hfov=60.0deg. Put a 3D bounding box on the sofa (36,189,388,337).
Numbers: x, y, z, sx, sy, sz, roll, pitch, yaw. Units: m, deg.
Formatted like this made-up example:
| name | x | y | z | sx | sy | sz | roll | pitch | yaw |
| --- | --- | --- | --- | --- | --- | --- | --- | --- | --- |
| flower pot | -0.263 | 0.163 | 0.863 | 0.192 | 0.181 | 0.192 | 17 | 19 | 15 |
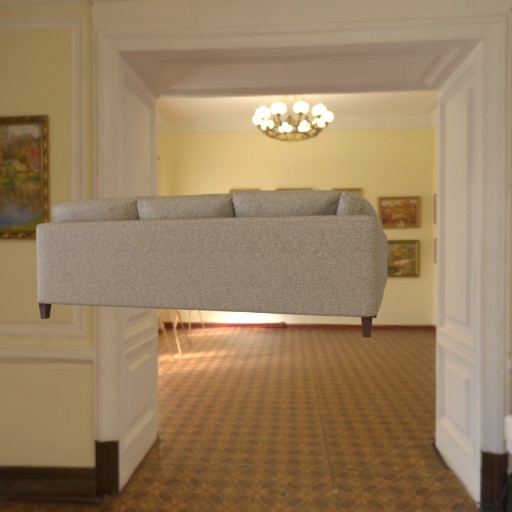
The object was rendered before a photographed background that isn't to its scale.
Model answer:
| name | x | y | z | sx | sy | sz | roll | pitch | yaw |
| --- | --- | --- | --- | --- | --- | --- | --- | --- | --- |
| sofa | 0.000 | 0.000 | 4.588 | 2.593 | 0.947 | 3.302 | 0 | 1 | 18 |
